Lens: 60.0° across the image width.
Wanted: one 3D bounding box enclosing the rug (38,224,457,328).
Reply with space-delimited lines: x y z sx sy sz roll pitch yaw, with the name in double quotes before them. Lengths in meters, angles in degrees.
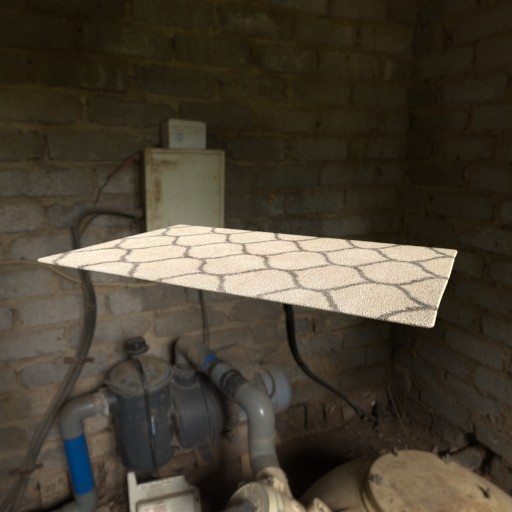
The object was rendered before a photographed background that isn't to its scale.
"rug" 0.000 0.000 2.925 2.348 0.024 1.501 7 15 26
